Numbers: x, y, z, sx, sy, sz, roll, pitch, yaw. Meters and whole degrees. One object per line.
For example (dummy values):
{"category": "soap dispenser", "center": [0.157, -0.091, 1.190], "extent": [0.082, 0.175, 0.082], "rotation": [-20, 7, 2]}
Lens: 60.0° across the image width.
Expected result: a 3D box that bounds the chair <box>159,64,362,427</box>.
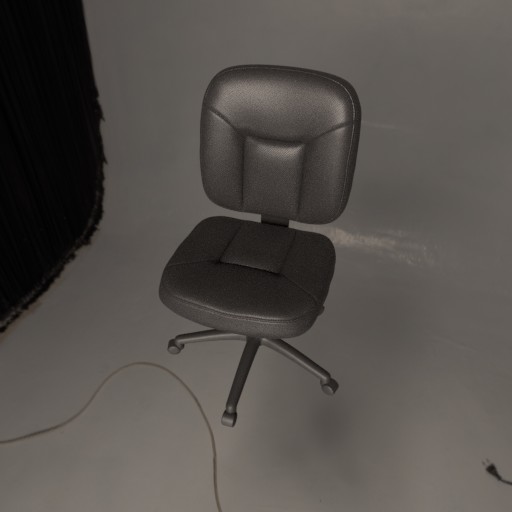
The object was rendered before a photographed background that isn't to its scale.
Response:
{"category": "chair", "center": [0.000, 0.000, 1.368], "extent": [0.647, 0.959, 0.646], "rotation": [11, 42, 13]}
